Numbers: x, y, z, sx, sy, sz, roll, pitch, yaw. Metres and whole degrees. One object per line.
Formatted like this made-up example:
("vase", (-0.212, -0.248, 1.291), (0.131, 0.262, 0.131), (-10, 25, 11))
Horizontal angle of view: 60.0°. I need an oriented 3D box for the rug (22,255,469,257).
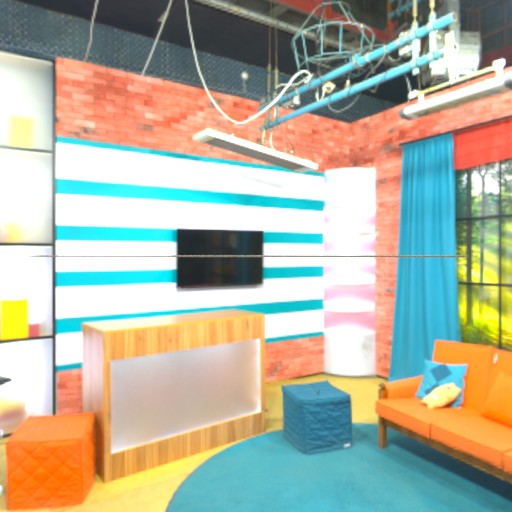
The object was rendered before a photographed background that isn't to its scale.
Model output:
("rug", (0.000, 0.000, 2.177), (1.747, 0.006, 1.143), (0, 0, 18))
